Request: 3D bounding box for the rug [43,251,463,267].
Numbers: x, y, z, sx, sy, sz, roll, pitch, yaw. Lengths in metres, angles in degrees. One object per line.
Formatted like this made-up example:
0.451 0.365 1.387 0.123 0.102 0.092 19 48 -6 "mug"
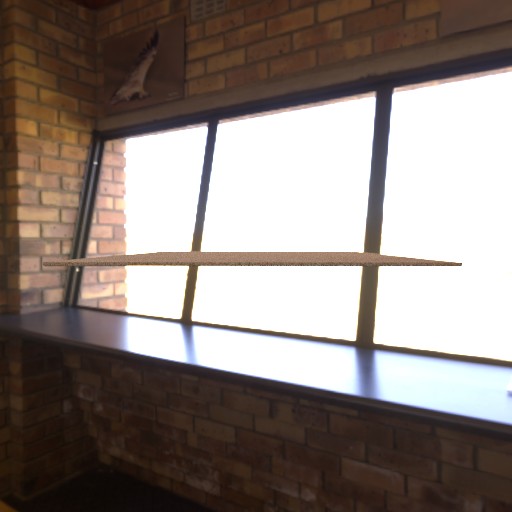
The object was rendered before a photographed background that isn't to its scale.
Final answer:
0.000 0.000 4.030 2.400 0.025 3.000 0 2 1 "rug"
